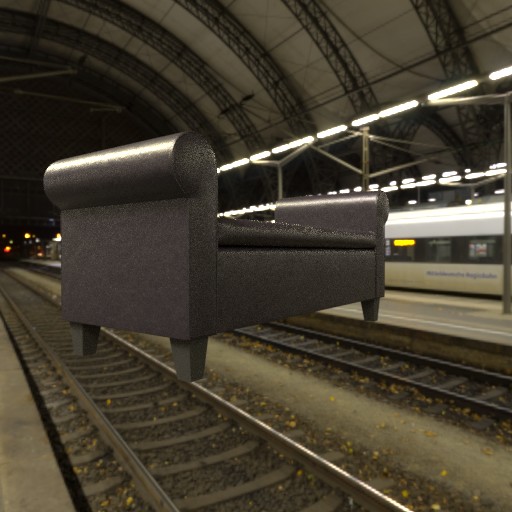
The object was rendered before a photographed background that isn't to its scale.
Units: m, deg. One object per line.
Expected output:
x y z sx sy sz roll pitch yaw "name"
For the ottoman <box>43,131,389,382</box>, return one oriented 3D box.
0.000 0.000 1.553 0.521 0.547 1.256 0 1 36 "ottoman"
